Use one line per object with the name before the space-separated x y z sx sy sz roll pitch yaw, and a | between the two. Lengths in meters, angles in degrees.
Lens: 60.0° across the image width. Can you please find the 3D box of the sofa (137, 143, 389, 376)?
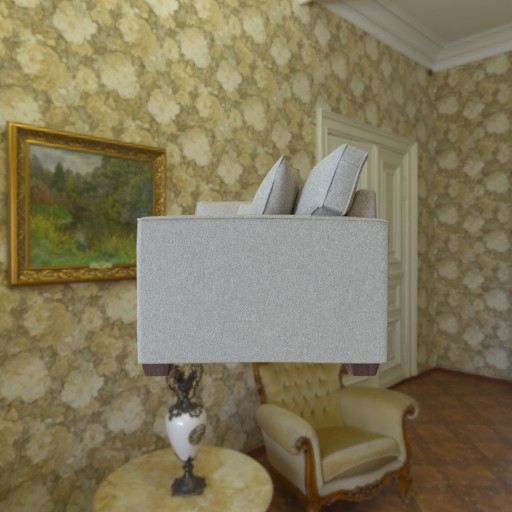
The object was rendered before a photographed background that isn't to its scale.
sofa | 0.000 0.000 2.899 1.053 0.948 2.323 0 0 0
